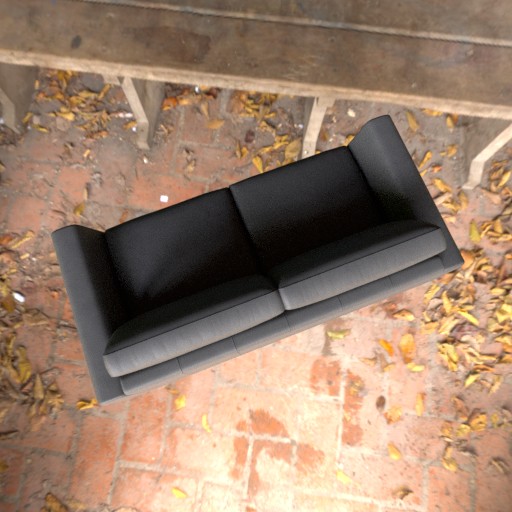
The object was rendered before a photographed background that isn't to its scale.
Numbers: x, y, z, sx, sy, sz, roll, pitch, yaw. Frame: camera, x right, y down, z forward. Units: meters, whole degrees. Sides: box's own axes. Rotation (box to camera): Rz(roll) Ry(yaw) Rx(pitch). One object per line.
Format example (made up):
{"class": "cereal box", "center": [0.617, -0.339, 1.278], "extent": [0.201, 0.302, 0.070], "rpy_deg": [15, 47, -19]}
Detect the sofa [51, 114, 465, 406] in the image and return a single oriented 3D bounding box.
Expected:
{"class": "sofa", "center": [0.000, 0.000, 2.502], "extent": [2.017, 0.875, 0.953], "rpy_deg": [-20, 77, -5]}
